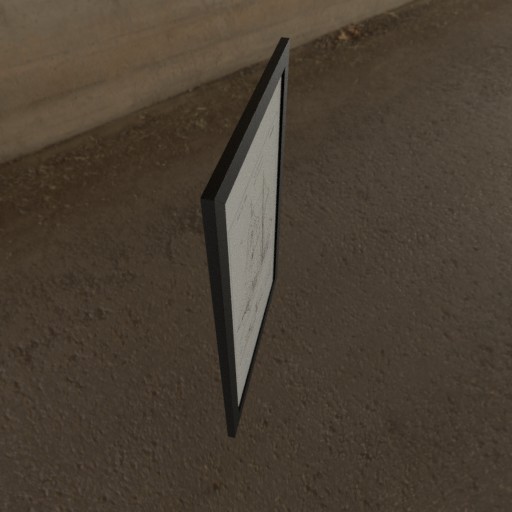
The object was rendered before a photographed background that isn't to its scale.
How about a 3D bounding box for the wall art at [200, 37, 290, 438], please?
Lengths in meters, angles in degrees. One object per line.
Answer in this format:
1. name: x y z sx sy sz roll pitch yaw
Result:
1. wall art: 0.000 0.000 0.611 0.011 0.459 0.326 10 47 9
